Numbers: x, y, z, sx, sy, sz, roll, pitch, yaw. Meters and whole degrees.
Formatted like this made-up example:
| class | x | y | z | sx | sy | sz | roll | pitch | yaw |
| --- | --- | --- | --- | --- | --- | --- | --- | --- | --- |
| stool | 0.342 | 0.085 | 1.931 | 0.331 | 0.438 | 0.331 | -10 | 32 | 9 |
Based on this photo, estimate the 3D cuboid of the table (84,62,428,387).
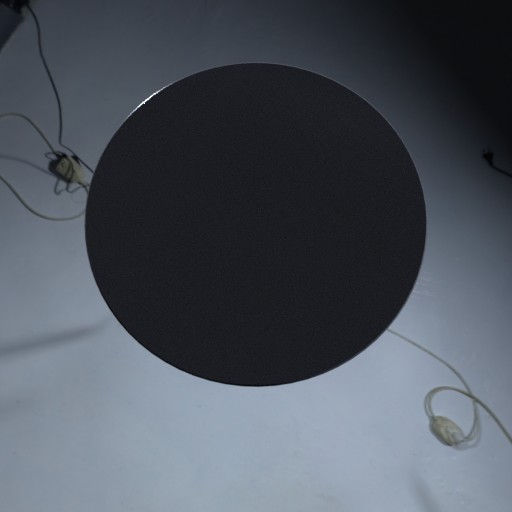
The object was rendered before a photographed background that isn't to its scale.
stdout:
| class | x | y | z | sx | sy | sz | roll | pitch | yaw |
| --- | --- | --- | --- | --- | --- | --- | --- | --- | --- |
| table | 0.000 | 0.000 | 0.912 | 0.500 | 0.550 | 0.500 | 0 | 75 | 0 |
